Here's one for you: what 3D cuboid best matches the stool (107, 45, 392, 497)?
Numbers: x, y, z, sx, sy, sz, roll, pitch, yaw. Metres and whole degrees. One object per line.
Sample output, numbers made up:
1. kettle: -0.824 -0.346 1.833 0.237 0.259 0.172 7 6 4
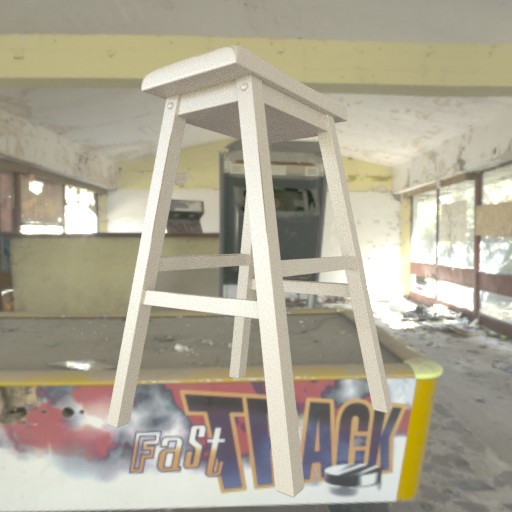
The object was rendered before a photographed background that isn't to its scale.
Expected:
1. stool: 0.000 0.000 1.005 0.476 0.737 0.457 1 2 36
